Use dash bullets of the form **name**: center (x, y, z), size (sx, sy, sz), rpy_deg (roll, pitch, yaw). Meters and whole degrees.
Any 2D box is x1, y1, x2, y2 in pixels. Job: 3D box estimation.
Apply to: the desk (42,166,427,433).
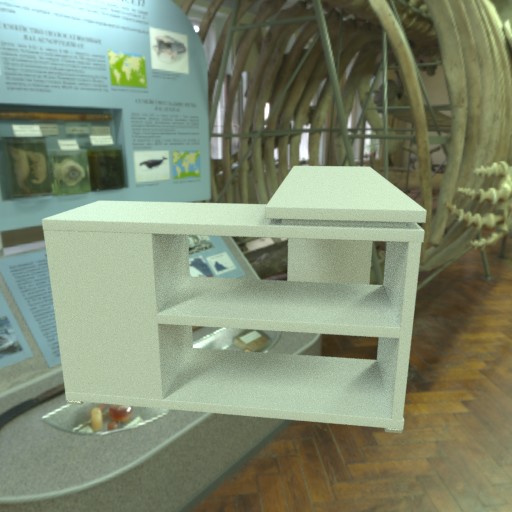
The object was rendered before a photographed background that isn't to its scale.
- **desk**: center (0.000, 0.000, 2.177), size (1.200, 0.753, 1.524), rpy_deg (2, 16, 8)
